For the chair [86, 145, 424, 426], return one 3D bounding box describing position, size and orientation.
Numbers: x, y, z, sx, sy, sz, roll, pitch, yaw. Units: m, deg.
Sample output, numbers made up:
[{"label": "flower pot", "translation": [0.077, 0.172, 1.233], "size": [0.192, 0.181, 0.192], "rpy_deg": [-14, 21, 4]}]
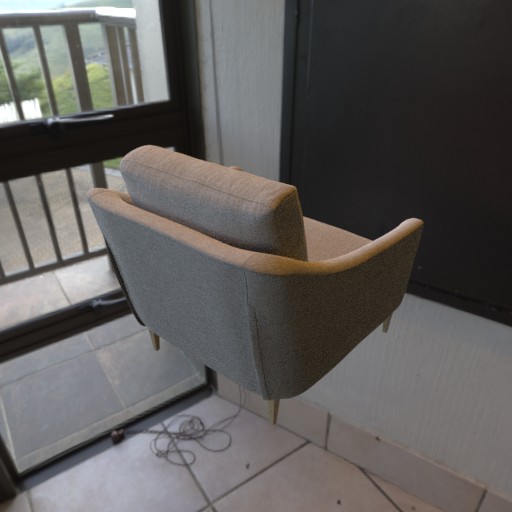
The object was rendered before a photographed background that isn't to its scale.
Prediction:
[{"label": "chair", "translation": [0.000, 0.000, 1.760], "size": [0.986, 0.902, 0.961], "rpy_deg": [22, 38, 31]}]
